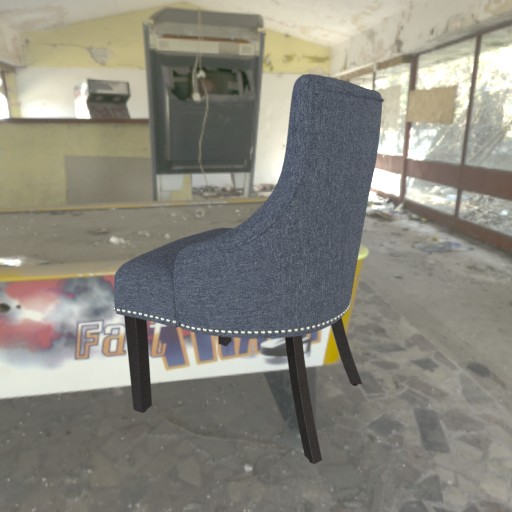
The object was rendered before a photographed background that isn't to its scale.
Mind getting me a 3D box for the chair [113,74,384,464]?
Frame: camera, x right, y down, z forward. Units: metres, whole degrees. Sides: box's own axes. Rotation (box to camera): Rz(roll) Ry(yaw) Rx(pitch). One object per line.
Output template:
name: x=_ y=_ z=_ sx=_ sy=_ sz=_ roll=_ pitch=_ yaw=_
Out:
chair: x=0.000 y=0.000 z=1.278 sx=0.629 sy=0.909 sz=0.566 roll=8 pitch=18 yaw=26
